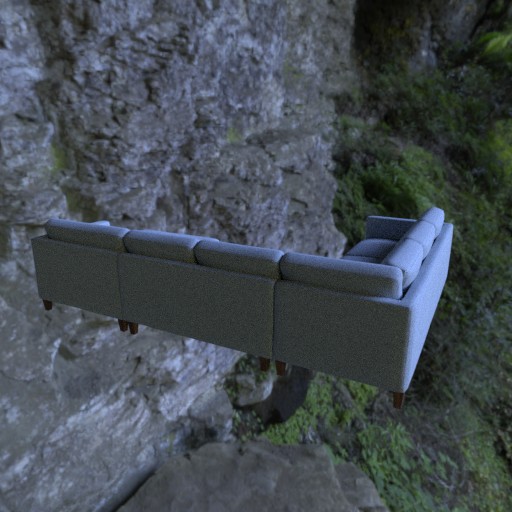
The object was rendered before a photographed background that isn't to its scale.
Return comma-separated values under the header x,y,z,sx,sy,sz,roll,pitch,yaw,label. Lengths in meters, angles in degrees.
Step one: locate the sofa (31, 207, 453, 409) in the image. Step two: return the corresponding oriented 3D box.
x,y,z,sx,sy,sz,roll,pitch,yaw,label
0.000,0.000,4.423,3.403,0.889,2.551,9,19,27,sofa
